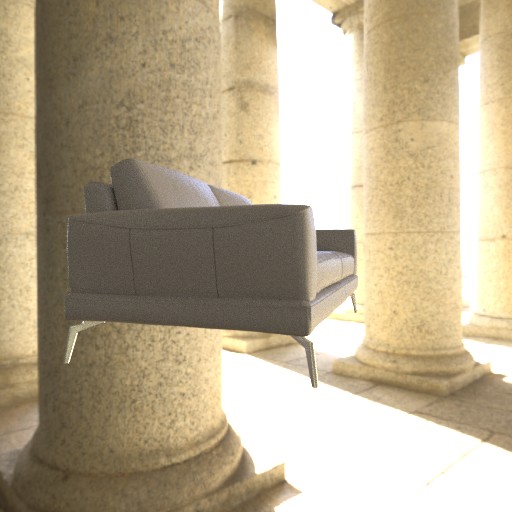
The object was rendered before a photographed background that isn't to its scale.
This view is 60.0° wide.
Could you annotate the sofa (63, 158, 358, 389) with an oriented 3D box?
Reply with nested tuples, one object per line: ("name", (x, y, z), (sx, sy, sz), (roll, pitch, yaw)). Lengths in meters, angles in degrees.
("sofa", (0.000, 0.000, 2.746), (1.121, 0.930, 2.177), (0, 1, 17))
